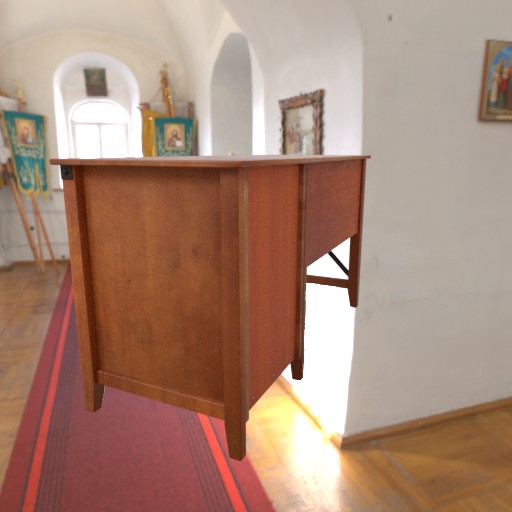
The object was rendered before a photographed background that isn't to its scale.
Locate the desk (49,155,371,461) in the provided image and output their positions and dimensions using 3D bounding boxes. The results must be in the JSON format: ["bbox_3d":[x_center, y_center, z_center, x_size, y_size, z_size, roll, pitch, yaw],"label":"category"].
[{"bbox_3d":[0.000,0.000,1.725,0.574,0.756,1.353,6,15,25],"label":"desk"}]
